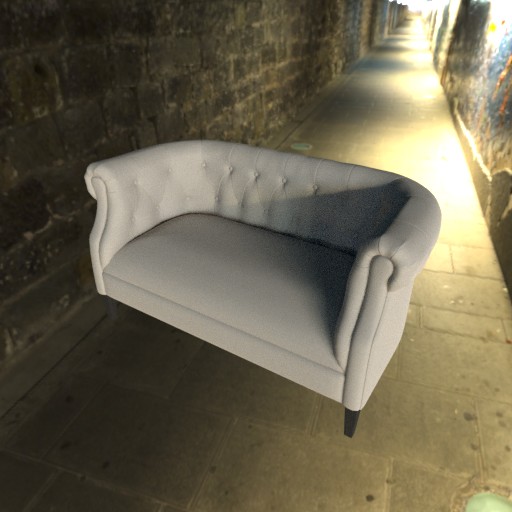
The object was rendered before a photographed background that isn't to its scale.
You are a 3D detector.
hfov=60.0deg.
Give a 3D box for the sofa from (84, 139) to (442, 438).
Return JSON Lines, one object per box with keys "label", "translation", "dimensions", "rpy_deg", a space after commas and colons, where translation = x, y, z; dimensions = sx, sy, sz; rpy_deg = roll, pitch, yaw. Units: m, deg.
{"label": "sofa", "translation": [0.000, 0.000, 2.103], "dimensions": [1.558, 0.827, 0.835], "rpy_deg": [18, 34, 28]}
